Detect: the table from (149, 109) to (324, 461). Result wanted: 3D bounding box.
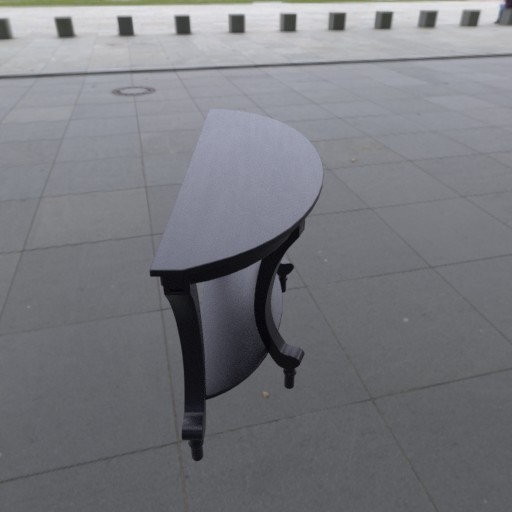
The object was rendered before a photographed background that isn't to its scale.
[{"bbox_3d":[0.000,0.000,1.524,0.394,0.692,1.198,0,32,0],"label":"table"}]
